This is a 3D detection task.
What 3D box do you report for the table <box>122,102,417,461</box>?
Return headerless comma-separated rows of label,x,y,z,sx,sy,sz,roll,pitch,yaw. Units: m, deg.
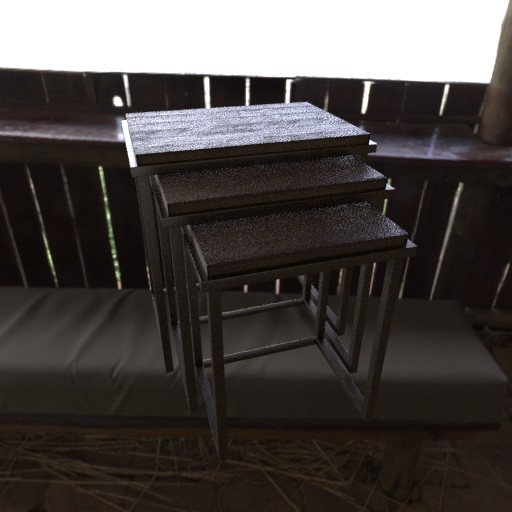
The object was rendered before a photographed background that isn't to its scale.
table,0.000,0.000,1.147,0.559,0.610,0.706,-9,31,-15
